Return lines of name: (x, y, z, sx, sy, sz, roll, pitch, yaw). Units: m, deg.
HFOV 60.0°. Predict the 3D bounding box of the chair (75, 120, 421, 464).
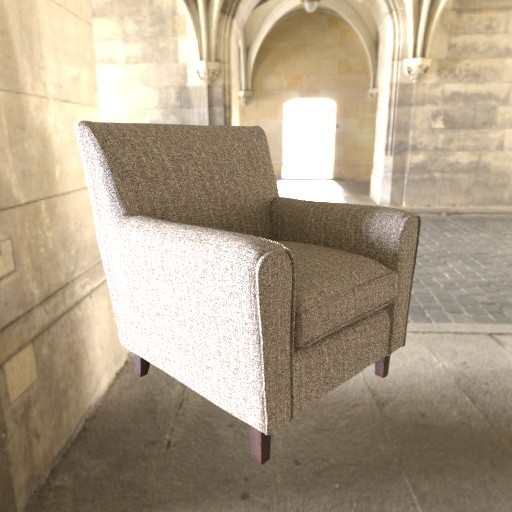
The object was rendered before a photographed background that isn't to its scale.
chair: (0.000, 0.000, 1.588, 0.864, 0.928, 0.873, -14, 20, -43)
